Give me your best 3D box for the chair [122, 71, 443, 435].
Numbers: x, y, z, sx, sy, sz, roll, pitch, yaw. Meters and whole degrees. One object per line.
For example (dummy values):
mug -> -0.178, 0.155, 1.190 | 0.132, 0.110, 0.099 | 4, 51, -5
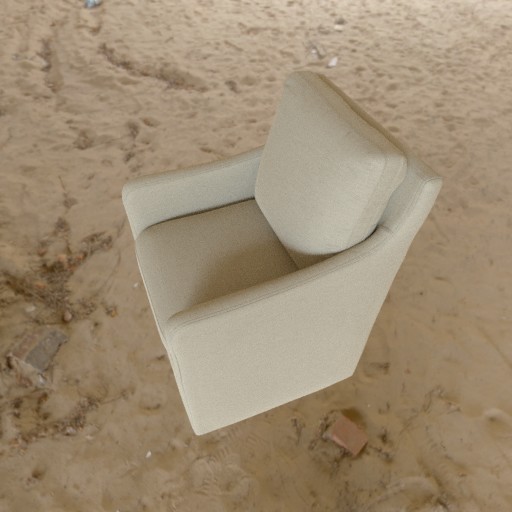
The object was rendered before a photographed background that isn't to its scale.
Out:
chair -> 0.000, 0.000, 1.381 | 0.694, 0.914, 0.626 | -17, 49, -15
